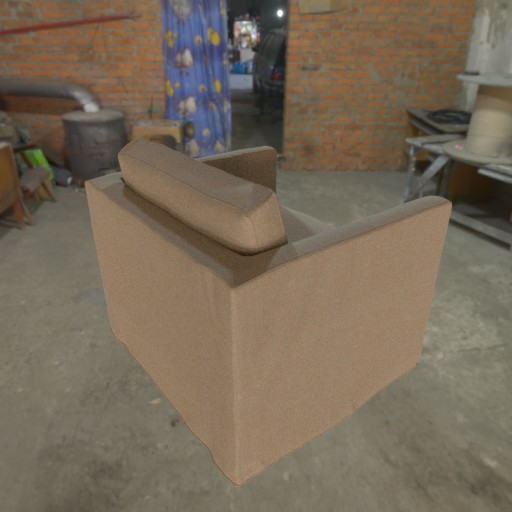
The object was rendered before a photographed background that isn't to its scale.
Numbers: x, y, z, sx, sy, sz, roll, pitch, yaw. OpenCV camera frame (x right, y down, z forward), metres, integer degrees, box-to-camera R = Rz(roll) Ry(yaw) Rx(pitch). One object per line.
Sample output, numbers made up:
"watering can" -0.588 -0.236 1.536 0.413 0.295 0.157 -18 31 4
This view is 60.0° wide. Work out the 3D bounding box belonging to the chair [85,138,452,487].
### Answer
"chair" 0.000 0.000 1.737 0.949 0.863 1.057 -19 33 -33
